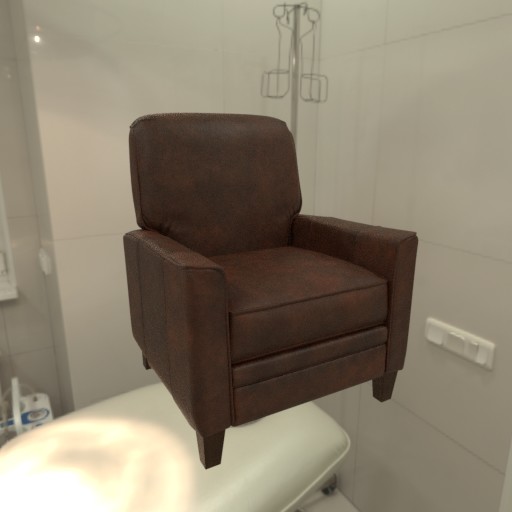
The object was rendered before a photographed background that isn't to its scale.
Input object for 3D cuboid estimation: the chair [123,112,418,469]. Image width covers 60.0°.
[{"bbox_3d":[0.000,0.000,1.655,0.843,1.043,0.836,-8,17,-28],"label":"chair"}]
